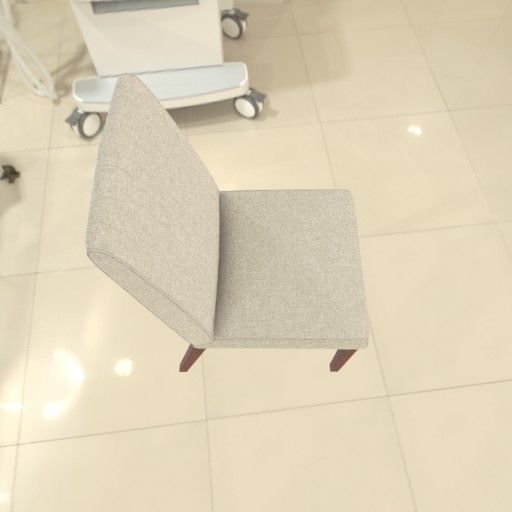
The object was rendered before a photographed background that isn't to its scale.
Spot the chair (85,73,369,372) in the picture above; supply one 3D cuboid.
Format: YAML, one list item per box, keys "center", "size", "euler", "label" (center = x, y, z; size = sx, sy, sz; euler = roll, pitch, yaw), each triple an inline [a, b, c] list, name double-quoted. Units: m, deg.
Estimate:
- center: [0.000, 0.000, 1.215]
  size: [0.594, 0.900, 0.480]
  euler: [0, 63, 0]
  label: "chair"
